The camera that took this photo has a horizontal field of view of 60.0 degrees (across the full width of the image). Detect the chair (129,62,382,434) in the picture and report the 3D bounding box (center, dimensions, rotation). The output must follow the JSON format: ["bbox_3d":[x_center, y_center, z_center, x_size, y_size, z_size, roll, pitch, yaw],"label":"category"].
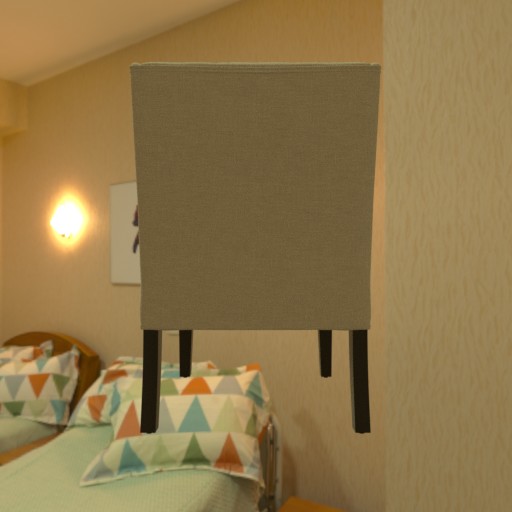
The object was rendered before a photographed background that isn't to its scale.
[{"bbox_3d":[0.000,0.000,1.282,0.569,0.853,0.676,0,-1,0],"label":"chair"}]
